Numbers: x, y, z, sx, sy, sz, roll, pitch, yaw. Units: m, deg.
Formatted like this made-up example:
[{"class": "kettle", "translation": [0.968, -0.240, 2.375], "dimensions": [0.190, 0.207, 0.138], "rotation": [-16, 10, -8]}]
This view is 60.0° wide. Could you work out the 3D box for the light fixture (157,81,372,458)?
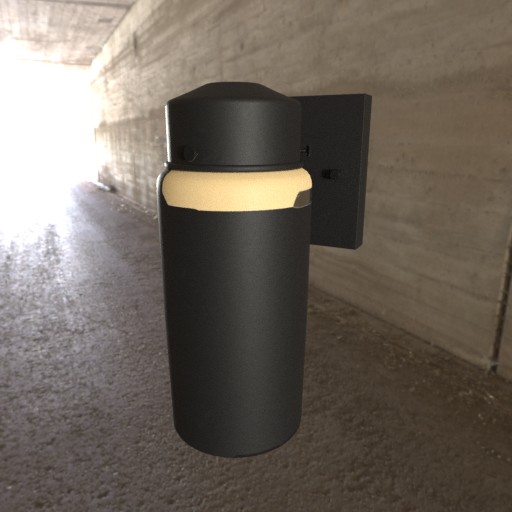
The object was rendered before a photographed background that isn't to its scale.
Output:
[{"class": "light fixture", "translation": [0.000, 0.000, 0.363], "dimensions": [0.130, 0.257, 0.176], "rotation": [8, 17, 27]}]
